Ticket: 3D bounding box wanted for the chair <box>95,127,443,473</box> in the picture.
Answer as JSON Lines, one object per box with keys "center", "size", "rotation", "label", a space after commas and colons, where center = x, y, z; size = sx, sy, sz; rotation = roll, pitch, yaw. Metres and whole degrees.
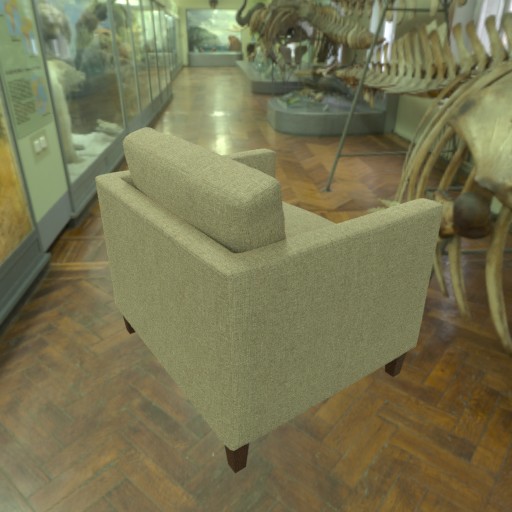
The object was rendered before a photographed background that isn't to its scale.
{"center": [0.000, 0.000, 1.862], "size": [0.959, 0.987, 1.107], "rotation": [-18, 31, -31], "label": "chair"}
